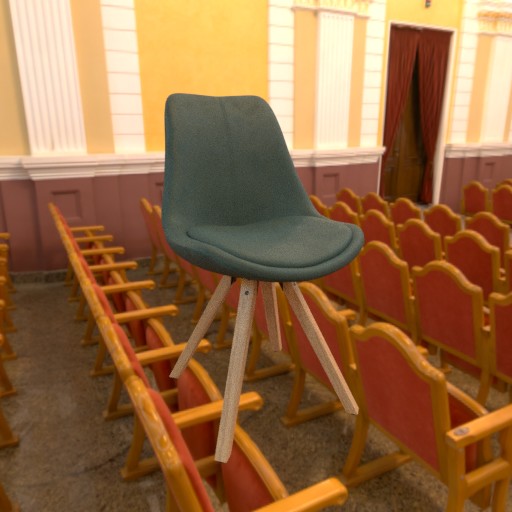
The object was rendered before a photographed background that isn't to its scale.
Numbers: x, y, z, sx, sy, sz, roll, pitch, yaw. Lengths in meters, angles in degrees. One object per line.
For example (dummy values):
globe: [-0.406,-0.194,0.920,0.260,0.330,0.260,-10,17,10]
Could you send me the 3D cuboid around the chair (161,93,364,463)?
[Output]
chair: [0.000,0.000,1.219,0.483,0.865,0.547,-8,18,-26]
